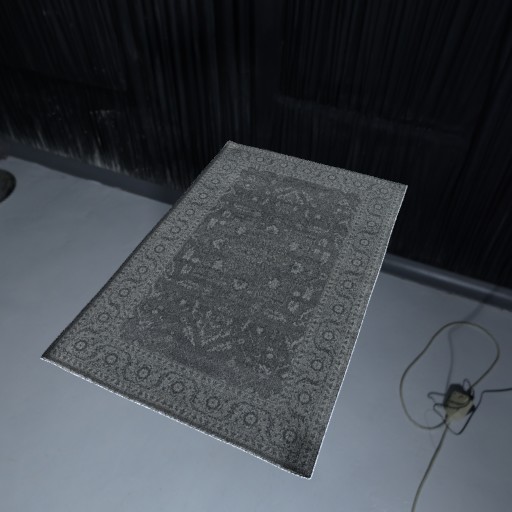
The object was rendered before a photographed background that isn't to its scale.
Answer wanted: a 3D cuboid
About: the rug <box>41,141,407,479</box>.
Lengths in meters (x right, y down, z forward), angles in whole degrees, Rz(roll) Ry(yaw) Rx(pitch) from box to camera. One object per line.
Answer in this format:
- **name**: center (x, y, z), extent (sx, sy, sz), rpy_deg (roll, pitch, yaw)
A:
- **rug**: center (0.000, 0.000, 2.281), extent (1.209, 0.019, 1.828), rpy_deg (18, 49, 16)
